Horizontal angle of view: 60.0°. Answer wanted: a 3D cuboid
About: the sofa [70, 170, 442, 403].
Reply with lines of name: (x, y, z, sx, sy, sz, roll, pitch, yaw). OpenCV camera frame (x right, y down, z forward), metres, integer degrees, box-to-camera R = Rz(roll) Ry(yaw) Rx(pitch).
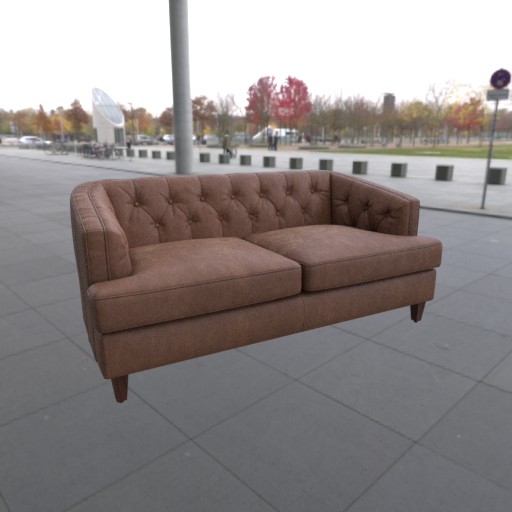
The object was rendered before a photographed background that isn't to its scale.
sofa: (0.000, 0.000, 2.306, 1.755, 0.786, 0.914, -8, 17, -27)
